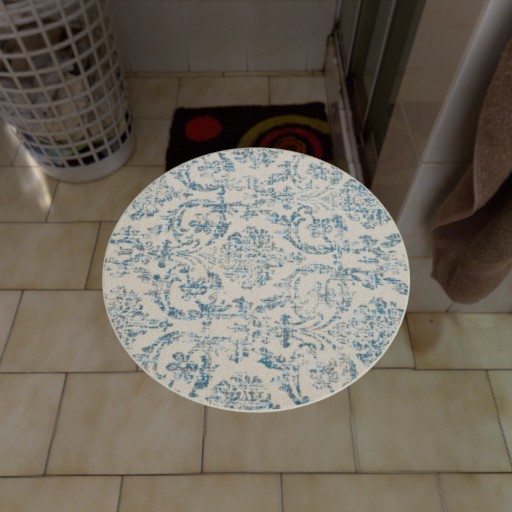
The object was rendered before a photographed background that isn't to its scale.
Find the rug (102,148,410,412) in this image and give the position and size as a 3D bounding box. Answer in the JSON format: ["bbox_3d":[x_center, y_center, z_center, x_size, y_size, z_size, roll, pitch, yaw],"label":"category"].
[{"bbox_3d":[0.000,0.000,2.332,1.593,0.012,1.593,0,58,0],"label":"rug"}]
